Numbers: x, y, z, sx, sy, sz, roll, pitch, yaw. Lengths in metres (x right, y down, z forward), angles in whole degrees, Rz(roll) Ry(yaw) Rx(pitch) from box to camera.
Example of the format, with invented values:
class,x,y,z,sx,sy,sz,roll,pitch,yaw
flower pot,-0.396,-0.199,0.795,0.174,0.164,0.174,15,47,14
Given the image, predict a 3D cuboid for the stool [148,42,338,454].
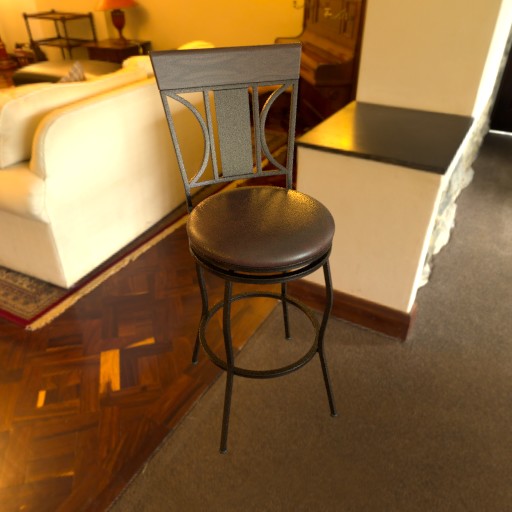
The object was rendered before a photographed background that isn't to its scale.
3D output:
class,x,y,z,sx,sy,sz,roll,pitch,yaw
stool,0.000,0.000,1.383,0.448,1.130,0.513,-11,35,-17
